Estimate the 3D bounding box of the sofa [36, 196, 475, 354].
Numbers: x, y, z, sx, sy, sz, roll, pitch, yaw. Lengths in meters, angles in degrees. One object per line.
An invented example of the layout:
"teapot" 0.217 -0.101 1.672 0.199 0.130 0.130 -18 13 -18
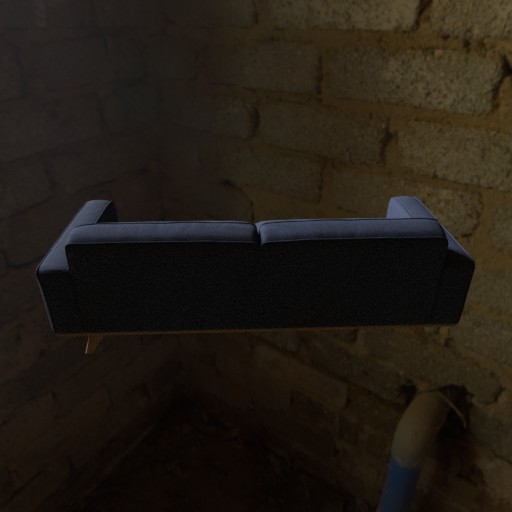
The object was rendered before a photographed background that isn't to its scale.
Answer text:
"sofa" 0.000 0.000 2.717 2.270 0.782 0.953 -1 30 -2
